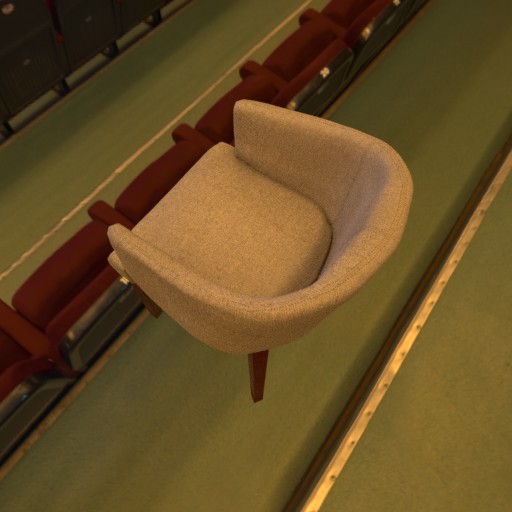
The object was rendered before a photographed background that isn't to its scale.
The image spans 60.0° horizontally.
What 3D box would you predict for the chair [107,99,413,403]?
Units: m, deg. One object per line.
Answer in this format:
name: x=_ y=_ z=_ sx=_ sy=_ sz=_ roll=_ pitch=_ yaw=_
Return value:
chair: x=0.000 y=0.000 z=1.268 sx=0.655 sy=0.811 sz=0.583 roll=32 pitch=66 yaw=16
